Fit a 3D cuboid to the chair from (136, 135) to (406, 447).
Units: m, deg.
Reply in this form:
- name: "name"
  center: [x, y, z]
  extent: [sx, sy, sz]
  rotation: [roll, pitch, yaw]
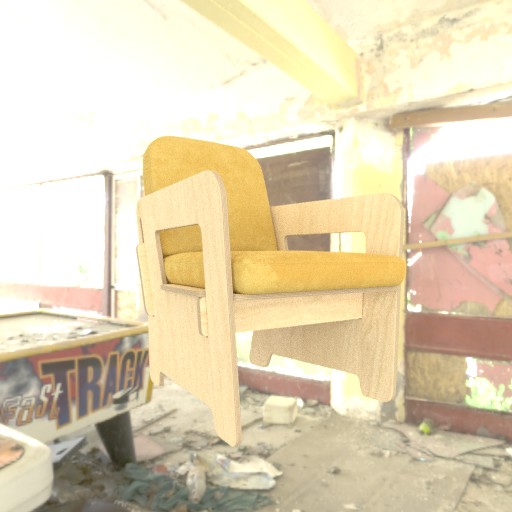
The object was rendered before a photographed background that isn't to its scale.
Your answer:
- name: "chair"
  center: [0.000, 0.000, 1.295]
  extent: [0.590, 0.800, 0.710]
  rotation: [0, 0, -35]
